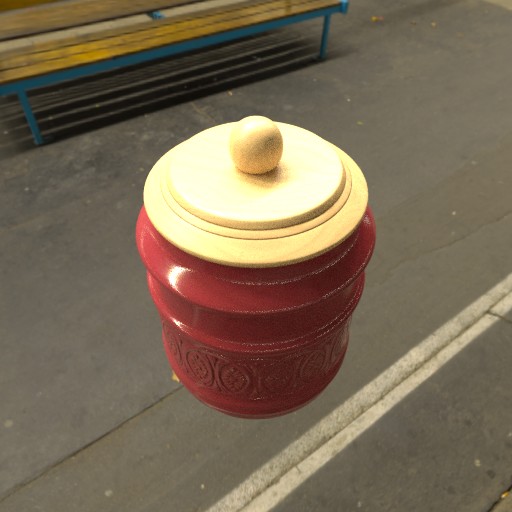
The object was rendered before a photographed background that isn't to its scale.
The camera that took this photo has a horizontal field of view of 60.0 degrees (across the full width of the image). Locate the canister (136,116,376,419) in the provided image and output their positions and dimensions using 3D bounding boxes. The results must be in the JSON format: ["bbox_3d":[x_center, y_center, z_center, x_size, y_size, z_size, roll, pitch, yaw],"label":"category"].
[{"bbox_3d":[0.000,0.000,0.264,0.130,0.176,0.130,0,46,0],"label":"canister"}]
